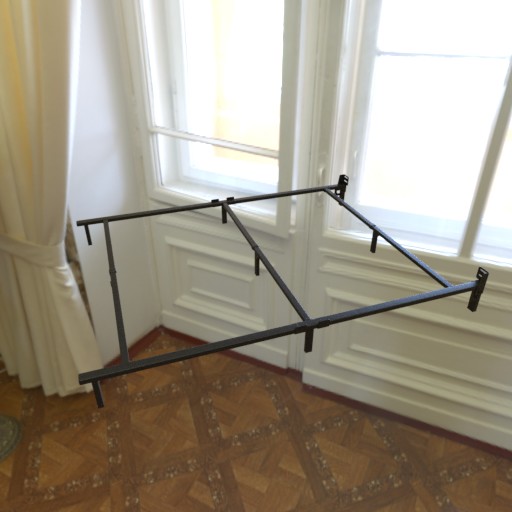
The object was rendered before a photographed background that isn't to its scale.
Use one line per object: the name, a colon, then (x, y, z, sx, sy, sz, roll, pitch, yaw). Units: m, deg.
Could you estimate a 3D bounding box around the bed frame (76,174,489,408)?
bed frame: (0.000, 0.000, 2.634, 1.990, 0.248, 1.498, -10, 32, -17)
